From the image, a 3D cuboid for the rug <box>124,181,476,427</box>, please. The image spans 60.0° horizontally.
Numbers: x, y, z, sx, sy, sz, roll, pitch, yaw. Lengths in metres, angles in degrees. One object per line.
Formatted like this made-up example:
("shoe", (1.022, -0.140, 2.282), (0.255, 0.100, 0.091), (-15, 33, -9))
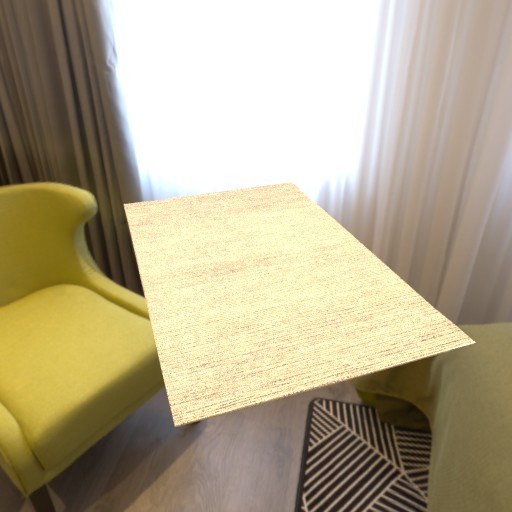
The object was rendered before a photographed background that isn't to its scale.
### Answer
("rug", (0.000, 0.000, 2.231), (1.149, 0.021, 1.773), (-10, 32, -16))
